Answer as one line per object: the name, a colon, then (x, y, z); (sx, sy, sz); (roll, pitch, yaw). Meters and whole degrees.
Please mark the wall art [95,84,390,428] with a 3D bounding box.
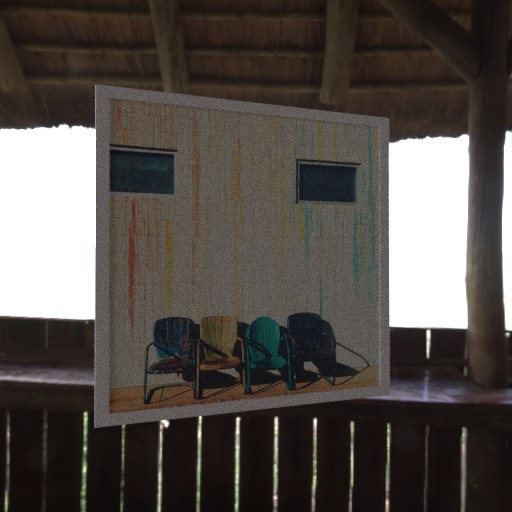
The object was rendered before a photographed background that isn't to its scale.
wall art: (0.000, 0.000, 1.115); (0.760, 0.760, 0.036); (0, 0, -18)
